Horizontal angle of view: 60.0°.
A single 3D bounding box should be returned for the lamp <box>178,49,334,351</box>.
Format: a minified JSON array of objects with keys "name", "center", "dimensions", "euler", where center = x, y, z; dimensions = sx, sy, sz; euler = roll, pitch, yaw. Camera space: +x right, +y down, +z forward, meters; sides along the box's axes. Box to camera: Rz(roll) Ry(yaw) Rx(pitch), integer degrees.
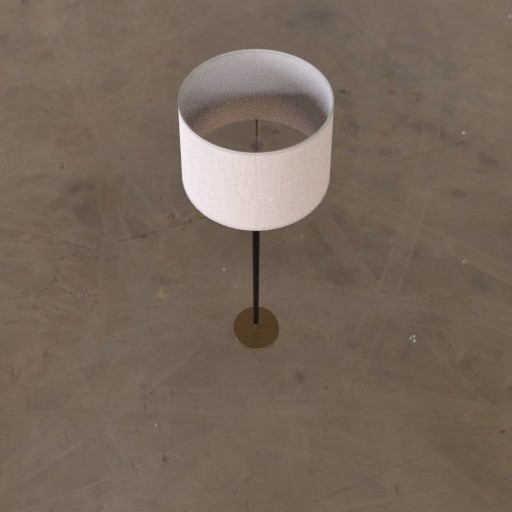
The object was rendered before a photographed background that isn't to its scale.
[{"name":"lamp","center":[0.000,0.000,1.665],"dimensions":[0.420,1.447,0.420],"euler":[0,59,0]}]
